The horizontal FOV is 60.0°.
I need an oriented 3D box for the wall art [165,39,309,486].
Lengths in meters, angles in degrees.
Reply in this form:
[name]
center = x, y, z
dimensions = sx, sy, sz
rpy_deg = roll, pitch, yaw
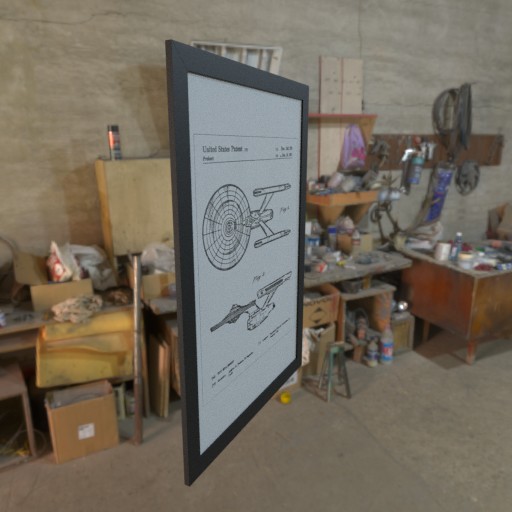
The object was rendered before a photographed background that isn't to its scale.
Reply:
[wall art]
center = 0.000, 0.000, 0.673
dimensions = 0.008, 0.530, 0.379
rpy_deg = 7, 15, 27
